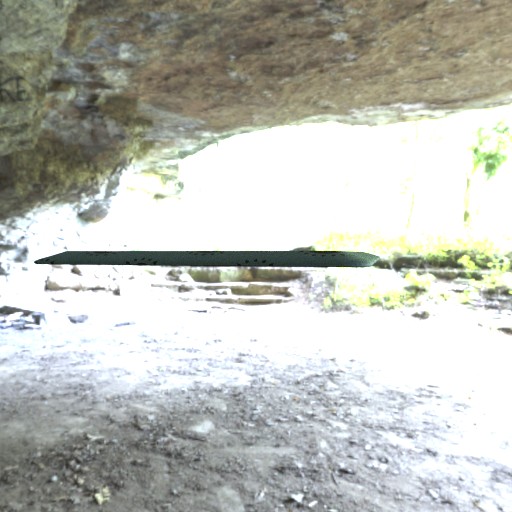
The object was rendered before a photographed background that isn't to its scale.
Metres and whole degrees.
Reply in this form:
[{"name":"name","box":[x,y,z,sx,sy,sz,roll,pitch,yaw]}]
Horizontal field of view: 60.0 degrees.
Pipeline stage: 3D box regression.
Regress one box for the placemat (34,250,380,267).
[{"name":"placemat","box":[0.000,0.000,0.959,0.508,0.021,0.762,0,0,17]}]
